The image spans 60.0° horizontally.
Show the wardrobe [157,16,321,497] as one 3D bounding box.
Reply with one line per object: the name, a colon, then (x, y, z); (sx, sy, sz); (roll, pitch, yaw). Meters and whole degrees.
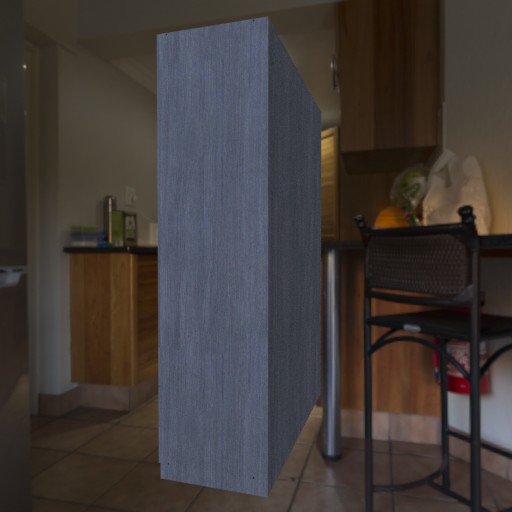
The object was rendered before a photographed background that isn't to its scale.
wardrobe: (0.000, 0.000, 2.451); (0.510, 1.910, 1.290); (0, 1, 18)
